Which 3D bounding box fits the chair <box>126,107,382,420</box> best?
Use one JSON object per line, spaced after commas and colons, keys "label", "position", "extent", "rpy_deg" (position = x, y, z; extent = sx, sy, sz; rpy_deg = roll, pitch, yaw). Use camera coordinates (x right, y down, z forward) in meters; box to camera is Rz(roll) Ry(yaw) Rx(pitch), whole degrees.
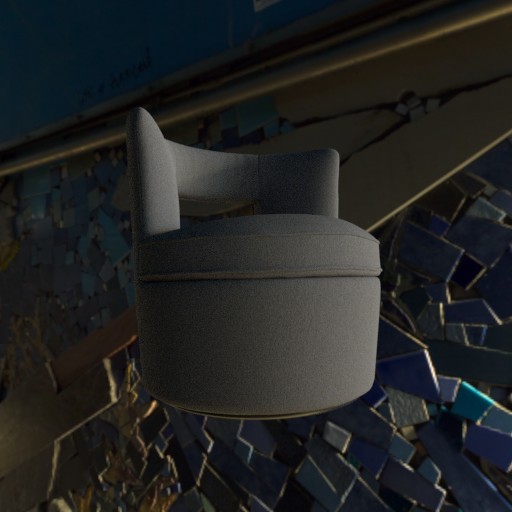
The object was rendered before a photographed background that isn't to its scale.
{"label": "chair", "position": [0.000, 0.000, 1.226], "extent": [0.689, 0.719, 0.660], "rpy_deg": [1, -2, -36]}
